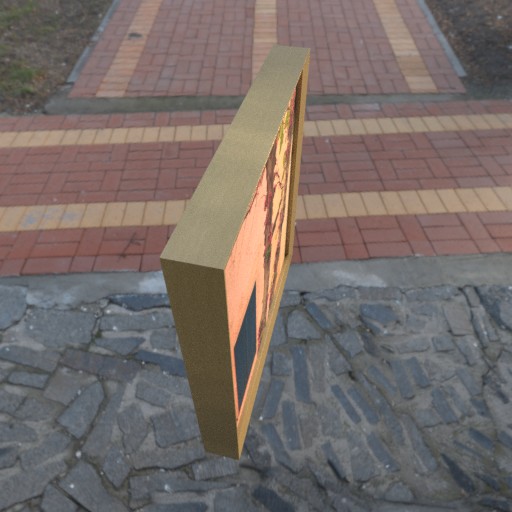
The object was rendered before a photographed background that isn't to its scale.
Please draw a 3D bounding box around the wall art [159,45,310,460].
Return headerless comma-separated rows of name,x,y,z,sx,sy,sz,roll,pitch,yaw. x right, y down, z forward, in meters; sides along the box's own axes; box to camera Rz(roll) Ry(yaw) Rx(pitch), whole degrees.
wall art,0.000,0.000,0.459,0.038,0.305,0.304,10,48,9
